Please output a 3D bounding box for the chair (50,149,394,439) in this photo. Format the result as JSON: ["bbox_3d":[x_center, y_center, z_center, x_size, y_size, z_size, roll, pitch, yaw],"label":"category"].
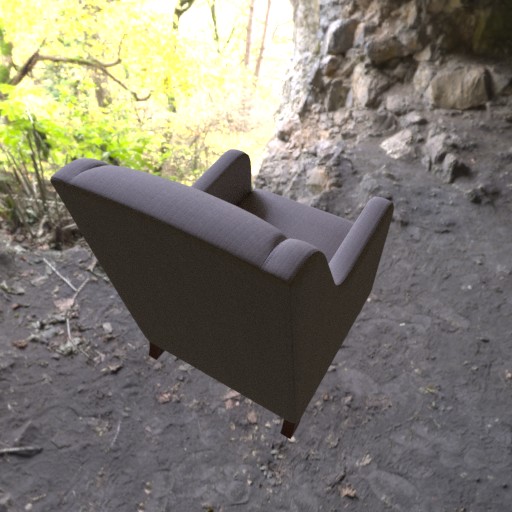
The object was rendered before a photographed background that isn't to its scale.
[{"bbox_3d":[0.000,0.000,1.592,0.715,1.017,0.890,23,49,22],"label":"chair"}]
